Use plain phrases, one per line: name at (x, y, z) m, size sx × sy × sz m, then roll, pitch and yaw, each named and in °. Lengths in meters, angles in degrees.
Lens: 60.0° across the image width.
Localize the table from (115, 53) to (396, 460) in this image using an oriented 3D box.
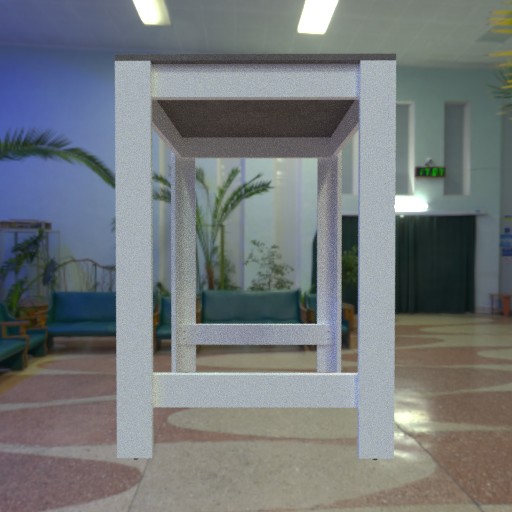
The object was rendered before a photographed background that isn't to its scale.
table at (0.000, 0.000, 1.510) m, size 0.700 × 1.020 × 0.800 m, roll 0°, pitch 1°, yaw 0°
